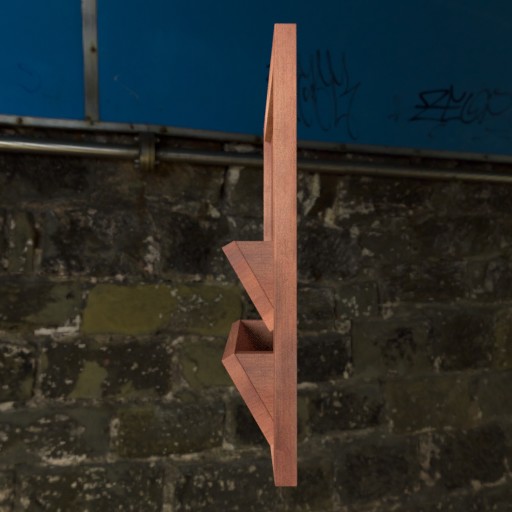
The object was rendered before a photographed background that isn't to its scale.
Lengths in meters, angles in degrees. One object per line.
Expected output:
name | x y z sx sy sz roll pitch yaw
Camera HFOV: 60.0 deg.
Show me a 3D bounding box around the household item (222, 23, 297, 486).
household item | 0.000 0.000 0.543 0.067 0.407 0.310 0 -1 -1
